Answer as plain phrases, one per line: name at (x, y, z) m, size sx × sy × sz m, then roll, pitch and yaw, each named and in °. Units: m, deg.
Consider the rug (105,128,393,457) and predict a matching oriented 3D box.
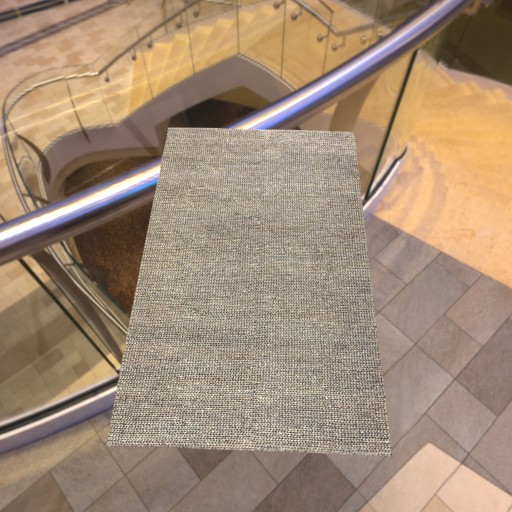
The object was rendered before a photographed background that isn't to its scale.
rug at (0.000, 0.000, 2.999) m, size 1.538 × 0.021 × 2.443 m, roll 2°, pitch 59°, yaw 1°
